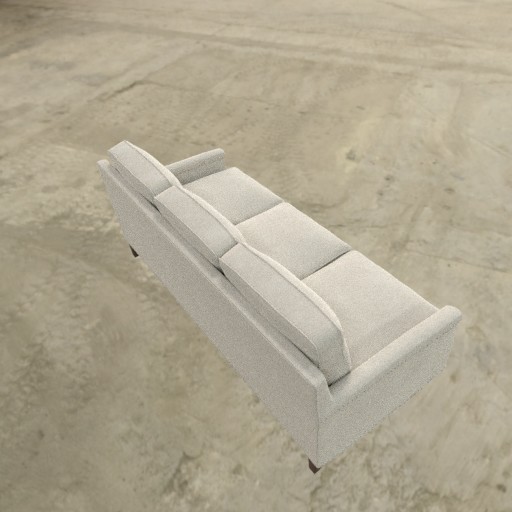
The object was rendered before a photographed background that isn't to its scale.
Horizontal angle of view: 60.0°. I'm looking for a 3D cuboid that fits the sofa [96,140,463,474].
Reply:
[{"bbox_3d":[0.000,0.000,2.759,1.084,1.003,2.246,-26,47,-27],"label":"sofa"}]
